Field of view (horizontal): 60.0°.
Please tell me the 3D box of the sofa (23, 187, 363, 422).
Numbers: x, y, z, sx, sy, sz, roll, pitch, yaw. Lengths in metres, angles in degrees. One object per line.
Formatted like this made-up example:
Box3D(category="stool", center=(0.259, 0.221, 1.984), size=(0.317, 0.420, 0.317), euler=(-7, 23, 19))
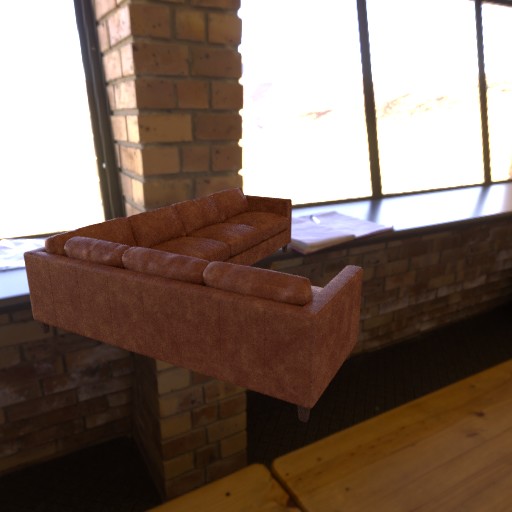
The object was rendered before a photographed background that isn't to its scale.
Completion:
Box3D(category="sofa", center=(0.000, 0.000, 4.292), size=(2.438, 0.838, 3.150), euler=(9, 20, 27))
